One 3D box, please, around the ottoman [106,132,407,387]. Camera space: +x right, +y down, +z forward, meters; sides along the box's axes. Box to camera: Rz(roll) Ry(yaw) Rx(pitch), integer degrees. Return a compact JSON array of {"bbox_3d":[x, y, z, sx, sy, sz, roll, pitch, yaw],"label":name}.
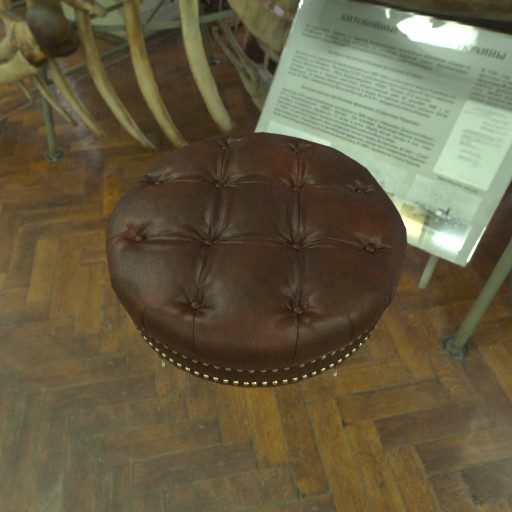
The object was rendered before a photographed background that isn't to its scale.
[{"bbox_3d":[0.000,0.000,1.418,0.901,0.455,0.901,0,48,0],"label":"ottoman"}]
